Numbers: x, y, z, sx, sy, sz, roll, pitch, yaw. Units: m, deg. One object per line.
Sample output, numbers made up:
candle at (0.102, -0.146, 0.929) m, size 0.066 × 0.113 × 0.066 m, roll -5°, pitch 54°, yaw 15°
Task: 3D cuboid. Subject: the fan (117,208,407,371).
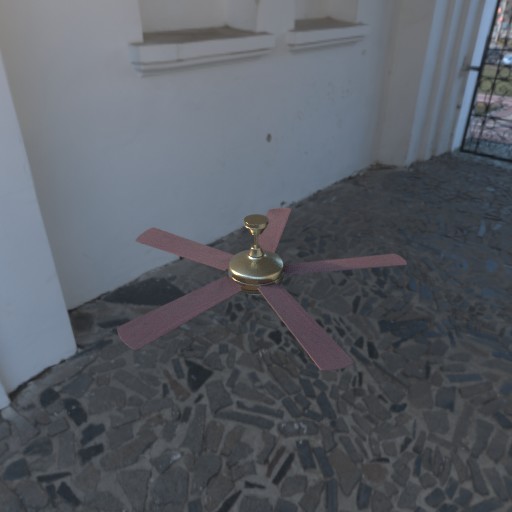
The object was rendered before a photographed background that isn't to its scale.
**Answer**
fan at (0.000, 0.000, 1.961) m, size 1.321 × 0.356 × 1.321 m, roll -19°, pitch 35°, yaw -29°
